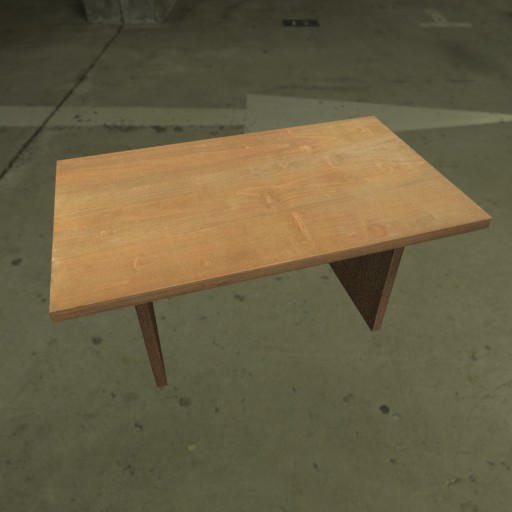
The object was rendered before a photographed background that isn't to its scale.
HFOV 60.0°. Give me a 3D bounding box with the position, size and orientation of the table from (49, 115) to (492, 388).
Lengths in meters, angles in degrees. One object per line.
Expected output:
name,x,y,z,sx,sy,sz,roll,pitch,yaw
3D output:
table,0.000,0.000,2.119,1.609,0.780,0.946,-12,43,-13
